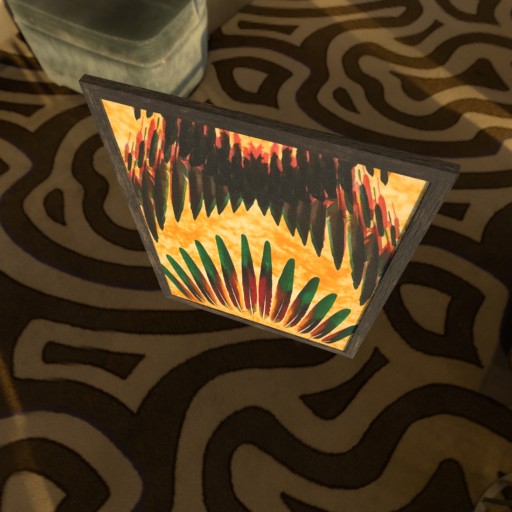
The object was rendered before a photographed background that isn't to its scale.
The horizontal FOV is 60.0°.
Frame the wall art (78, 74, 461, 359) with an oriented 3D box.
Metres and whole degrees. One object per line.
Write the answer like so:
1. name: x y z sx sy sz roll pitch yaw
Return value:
1. wall art: 0.000 0.000 1.358 0.812 1.066 0.029 17 60 10
